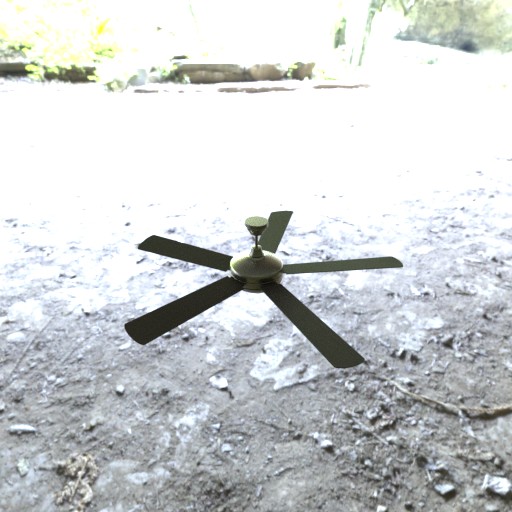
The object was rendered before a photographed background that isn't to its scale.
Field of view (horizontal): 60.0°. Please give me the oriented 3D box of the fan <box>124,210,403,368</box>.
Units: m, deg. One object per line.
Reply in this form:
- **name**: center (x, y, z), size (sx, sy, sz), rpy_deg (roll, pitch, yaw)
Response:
- **fan**: center (0.000, 0.000, 2.040), size (1.321, 0.356, 1.321), rpy_deg (21, 36, 31)
